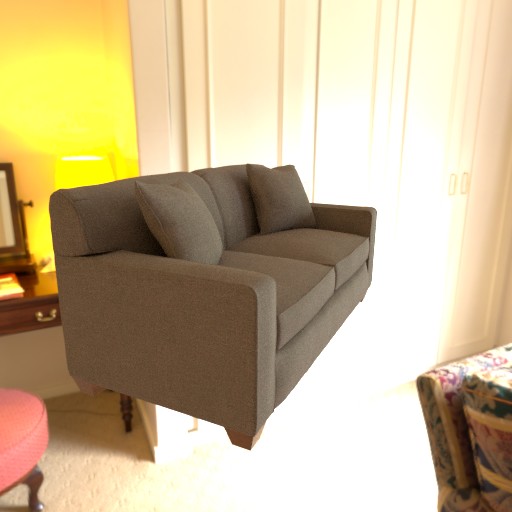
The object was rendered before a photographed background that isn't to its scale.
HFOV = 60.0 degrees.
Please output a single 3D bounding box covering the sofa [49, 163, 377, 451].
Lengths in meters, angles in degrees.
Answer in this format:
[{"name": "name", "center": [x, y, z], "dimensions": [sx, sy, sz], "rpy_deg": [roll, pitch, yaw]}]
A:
[{"name": "sofa", "center": [0.000, 0.000, 2.461], "dimensions": [1.000, 0.958, 1.846], "rpy_deg": [8, 17, 26]}]
